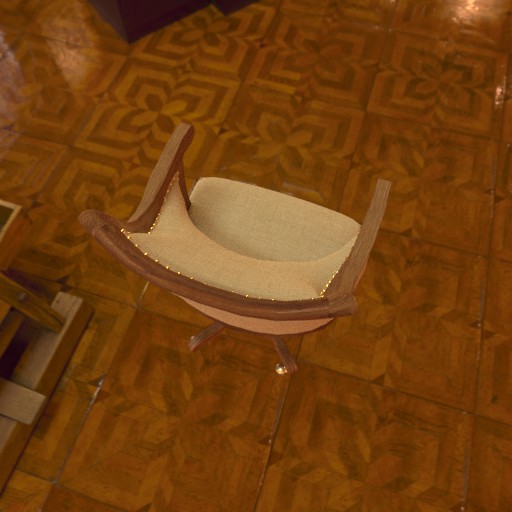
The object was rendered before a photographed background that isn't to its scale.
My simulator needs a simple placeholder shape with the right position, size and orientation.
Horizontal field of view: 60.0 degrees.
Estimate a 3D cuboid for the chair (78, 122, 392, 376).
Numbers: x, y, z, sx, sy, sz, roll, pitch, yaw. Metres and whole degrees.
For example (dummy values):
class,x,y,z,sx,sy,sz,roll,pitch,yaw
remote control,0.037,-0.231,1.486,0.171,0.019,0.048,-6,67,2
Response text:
class,x,y,z,sx,sy,sz,roll,pitch,yaw
chair,0.000,0.000,1.429,0.656,0.965,0.689,18,65,9
